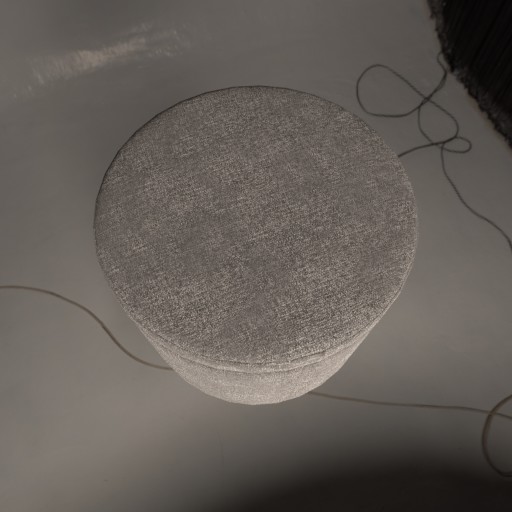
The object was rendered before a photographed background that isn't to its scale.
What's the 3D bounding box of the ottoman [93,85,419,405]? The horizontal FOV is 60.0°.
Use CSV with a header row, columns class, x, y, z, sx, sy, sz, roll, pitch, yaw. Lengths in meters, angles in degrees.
class,x,y,z,sx,sy,sz,roll,pitch,yaw
ottoman,0.000,0.000,0.849,0.500,0.419,0.500,0,64,0
